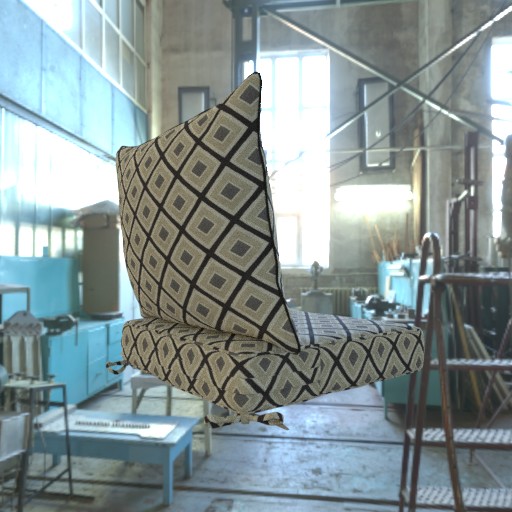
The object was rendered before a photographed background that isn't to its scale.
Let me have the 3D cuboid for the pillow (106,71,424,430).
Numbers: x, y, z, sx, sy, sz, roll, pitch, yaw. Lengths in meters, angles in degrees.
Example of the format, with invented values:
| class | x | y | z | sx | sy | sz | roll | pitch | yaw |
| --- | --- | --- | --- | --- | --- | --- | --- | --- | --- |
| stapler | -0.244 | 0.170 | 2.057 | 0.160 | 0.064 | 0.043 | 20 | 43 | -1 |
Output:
| class | x | y | z | sx | sy | sz | roll | pitch | yaw |
| --- | --- | --- | --- | --- | --- | --- | --- | --- | --- |
| pillow | 0.000 | 0.000 | 1.332 | 0.733 | 0.722 | 0.798 | 1 | -1 | -37 |
